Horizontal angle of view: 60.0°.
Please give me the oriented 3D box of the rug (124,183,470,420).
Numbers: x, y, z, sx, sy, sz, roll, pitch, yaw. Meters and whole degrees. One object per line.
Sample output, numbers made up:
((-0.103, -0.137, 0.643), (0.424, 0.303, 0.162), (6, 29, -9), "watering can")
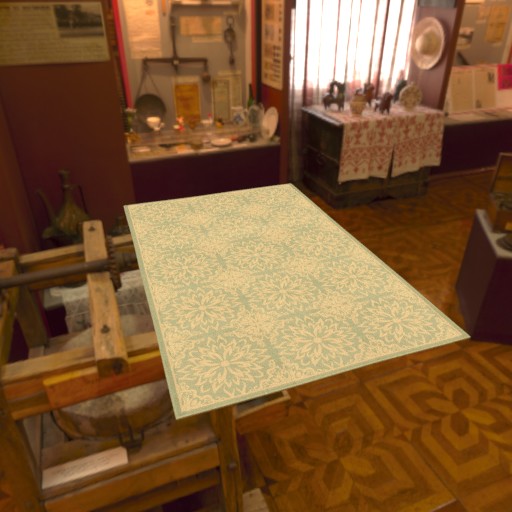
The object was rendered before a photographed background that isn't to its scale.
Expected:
((0.000, 0.000, 3.564), (1.819, 0.018, 2.746), (-10, 32, -17), "rug")
